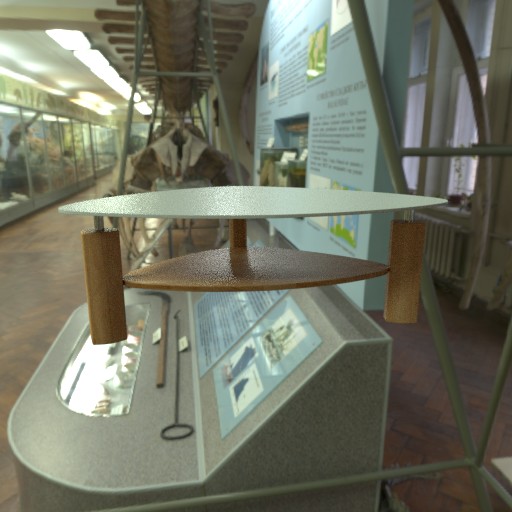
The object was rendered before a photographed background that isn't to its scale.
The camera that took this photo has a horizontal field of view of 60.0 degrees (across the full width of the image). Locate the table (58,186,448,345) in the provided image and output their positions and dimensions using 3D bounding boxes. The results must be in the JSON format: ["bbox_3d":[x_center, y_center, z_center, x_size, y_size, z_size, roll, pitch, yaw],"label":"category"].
[{"bbox_3d":[0.000,0.000,1.646,1.250,0.440,0.850,-2,14,-9],"label":"table"}]
